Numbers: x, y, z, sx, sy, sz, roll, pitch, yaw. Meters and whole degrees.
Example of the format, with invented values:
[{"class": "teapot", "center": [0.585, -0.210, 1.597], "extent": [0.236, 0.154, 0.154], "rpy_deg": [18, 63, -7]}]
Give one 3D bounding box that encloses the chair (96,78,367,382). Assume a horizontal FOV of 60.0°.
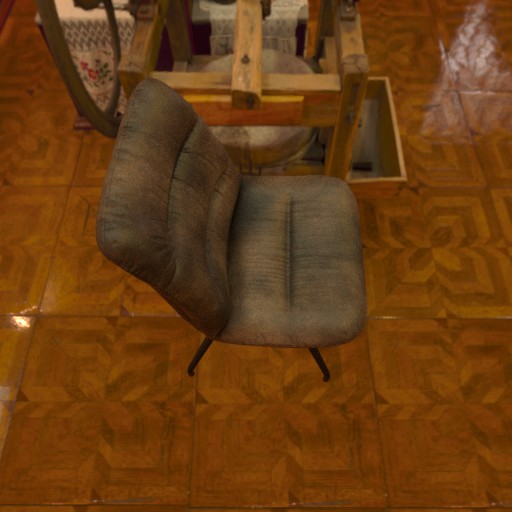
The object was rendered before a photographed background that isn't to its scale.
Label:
[{"class": "chair", "center": [0.000, 0.000, 1.279], "extent": [0.622, 0.870, 0.549], "rpy_deg": [2, 61, 1]}]
